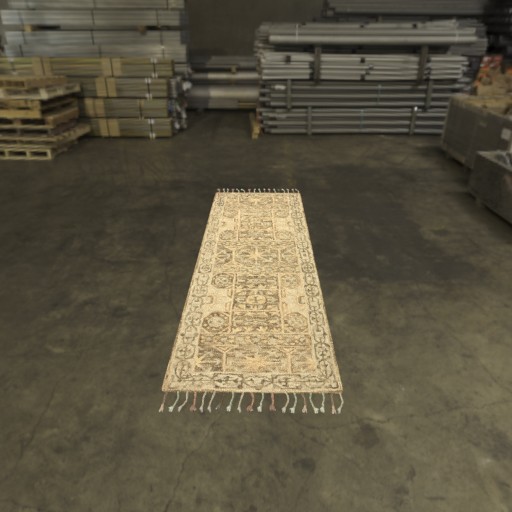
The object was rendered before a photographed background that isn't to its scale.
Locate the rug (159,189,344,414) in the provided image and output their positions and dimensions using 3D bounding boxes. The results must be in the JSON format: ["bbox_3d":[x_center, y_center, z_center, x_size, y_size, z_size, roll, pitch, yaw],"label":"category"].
[{"bbox_3d":[0.000,0.000,2.933,0.762,0.011,2.664,0,28,1],"label":"rug"}]
